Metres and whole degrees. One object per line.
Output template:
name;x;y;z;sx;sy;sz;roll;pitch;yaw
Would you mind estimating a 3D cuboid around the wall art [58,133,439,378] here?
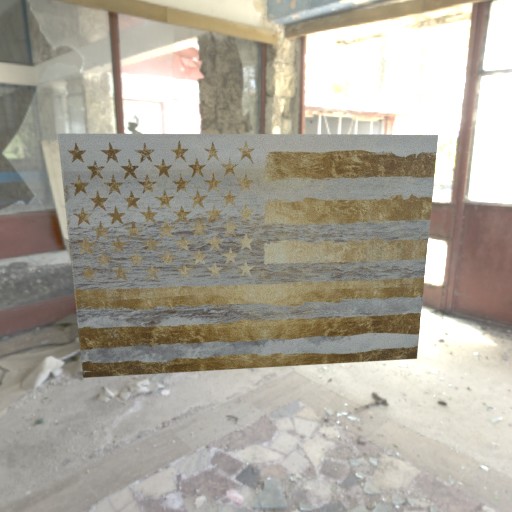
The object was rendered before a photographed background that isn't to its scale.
wall art;0.000;0.000;0.769;0.606;0.407;0.041;-2;14;-7
